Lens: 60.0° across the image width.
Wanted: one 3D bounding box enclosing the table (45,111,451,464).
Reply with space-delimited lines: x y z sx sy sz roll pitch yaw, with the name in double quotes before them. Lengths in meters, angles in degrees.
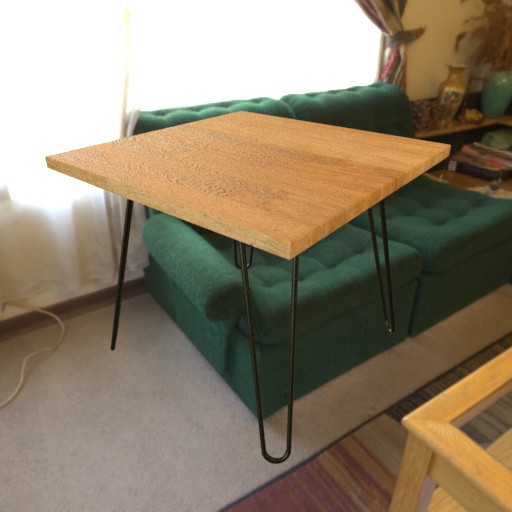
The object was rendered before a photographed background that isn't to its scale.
"table" 0.000 0.000 1.038 0.599 0.500 0.599 21 35 34
